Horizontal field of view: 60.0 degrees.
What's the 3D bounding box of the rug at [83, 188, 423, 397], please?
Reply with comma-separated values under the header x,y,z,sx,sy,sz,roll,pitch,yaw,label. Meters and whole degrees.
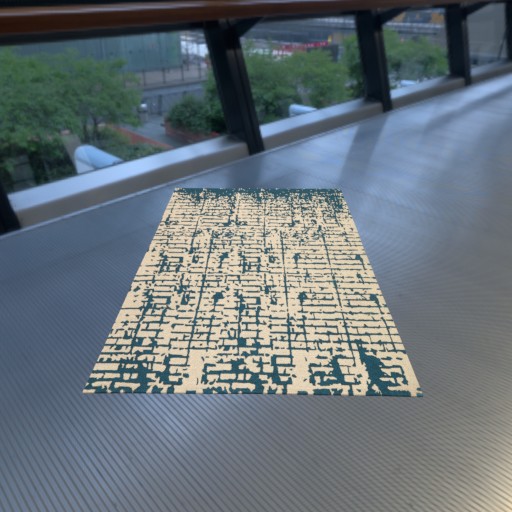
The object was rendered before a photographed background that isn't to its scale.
x,y,z,sx,sy,sz,roll,pitch,yaw,label
0.000,0.000,3.017,1.517,0.011,2.435,0,30,1,rug
